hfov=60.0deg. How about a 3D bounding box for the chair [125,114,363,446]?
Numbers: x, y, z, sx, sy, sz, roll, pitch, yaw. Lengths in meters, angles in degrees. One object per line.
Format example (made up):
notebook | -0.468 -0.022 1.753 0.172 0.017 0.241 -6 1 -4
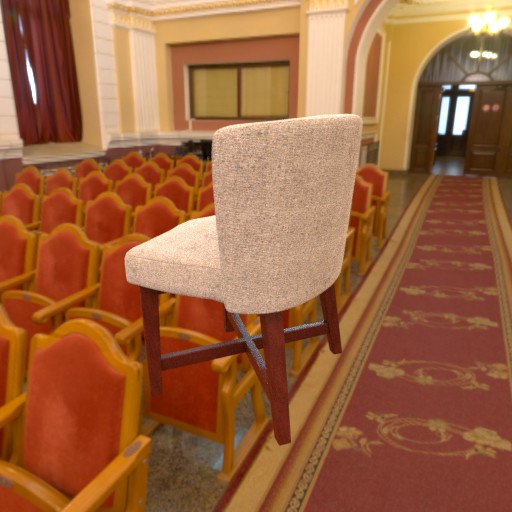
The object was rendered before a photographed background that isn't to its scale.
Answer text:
chair | 0.000 0.000 1.359 0.575 0.827 0.728 8 19 24
